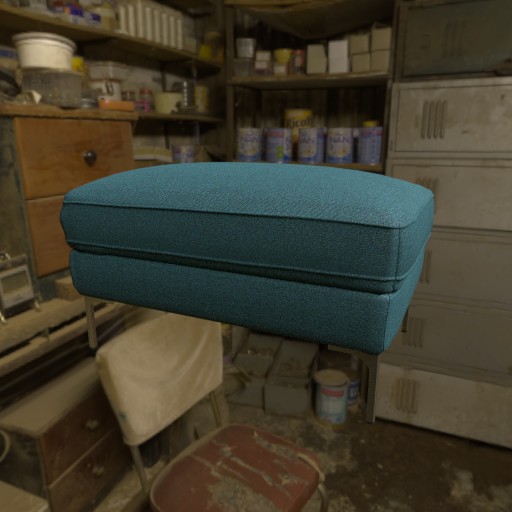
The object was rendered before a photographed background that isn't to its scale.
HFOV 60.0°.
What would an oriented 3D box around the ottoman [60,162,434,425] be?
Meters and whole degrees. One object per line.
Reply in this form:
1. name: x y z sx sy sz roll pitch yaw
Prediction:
1. ottoman: 0.000 0.000 1.211 0.856 0.498 0.563 7 16 25
